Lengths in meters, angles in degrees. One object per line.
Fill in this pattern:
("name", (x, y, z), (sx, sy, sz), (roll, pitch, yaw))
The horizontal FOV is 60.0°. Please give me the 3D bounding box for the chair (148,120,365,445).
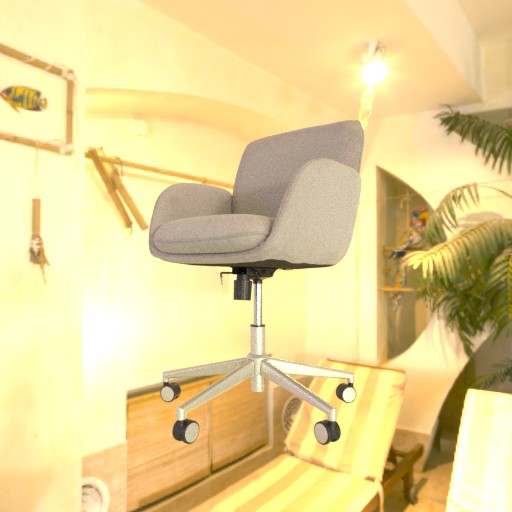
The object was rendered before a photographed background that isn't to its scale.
("chair", (0.000, 0.000, 1.380), (0.648, 0.959, 0.654), (-1, -2, 37))
